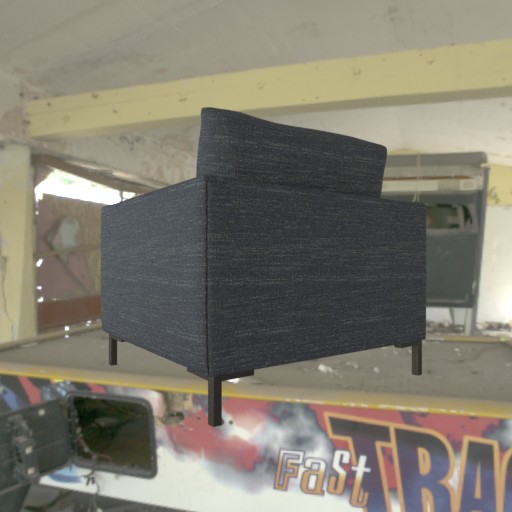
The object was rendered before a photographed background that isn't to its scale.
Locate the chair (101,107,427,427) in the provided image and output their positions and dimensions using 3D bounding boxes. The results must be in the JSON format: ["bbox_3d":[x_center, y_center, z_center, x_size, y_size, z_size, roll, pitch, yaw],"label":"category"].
[{"bbox_3d":[0.000,0.000,1.694,0.963,0.861,0.866,0,-1,-36],"label":"chair"}]
